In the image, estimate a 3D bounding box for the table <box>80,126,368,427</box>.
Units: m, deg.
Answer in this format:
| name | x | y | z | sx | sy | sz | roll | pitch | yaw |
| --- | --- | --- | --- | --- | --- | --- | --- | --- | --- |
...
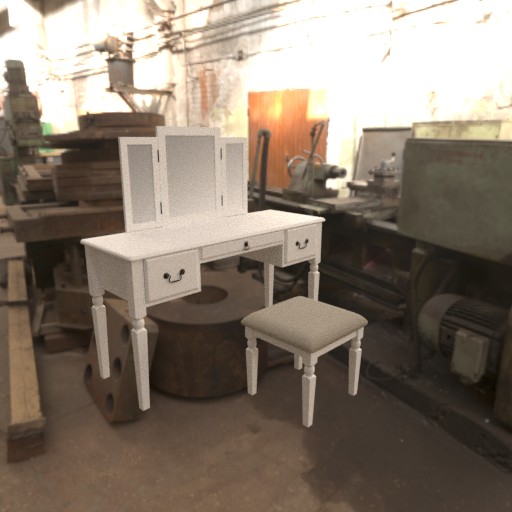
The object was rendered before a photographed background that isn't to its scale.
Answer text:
| name | x | y | z | sx | sy | sz | roll | pitch | yaw |
| --- | --- | --- | --- | --- | --- | --- | --- | --- | --- |
| table | 0.000 | 0.000 | 2.308 | 1.369 | 1.310 | 1.115 | -14 | 20 | -43 |
